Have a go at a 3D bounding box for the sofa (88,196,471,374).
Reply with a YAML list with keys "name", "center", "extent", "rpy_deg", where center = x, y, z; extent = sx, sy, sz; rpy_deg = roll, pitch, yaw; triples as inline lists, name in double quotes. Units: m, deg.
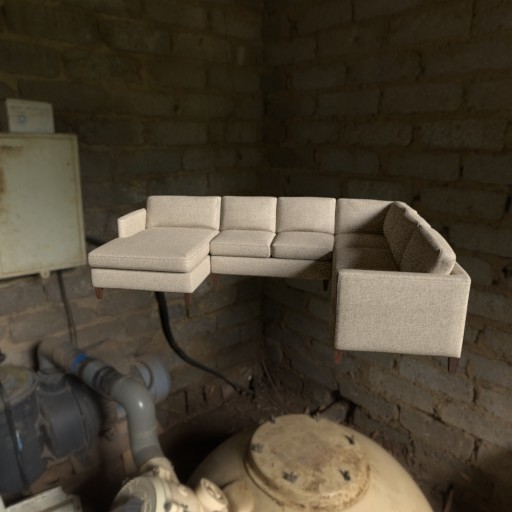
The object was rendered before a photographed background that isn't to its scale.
- name: "sofa"
  center: [0.000, 0.000, 4.565]
  extent: [3.460, 0.959, 2.593]
  rpy_deg: [3, 16, 9]
